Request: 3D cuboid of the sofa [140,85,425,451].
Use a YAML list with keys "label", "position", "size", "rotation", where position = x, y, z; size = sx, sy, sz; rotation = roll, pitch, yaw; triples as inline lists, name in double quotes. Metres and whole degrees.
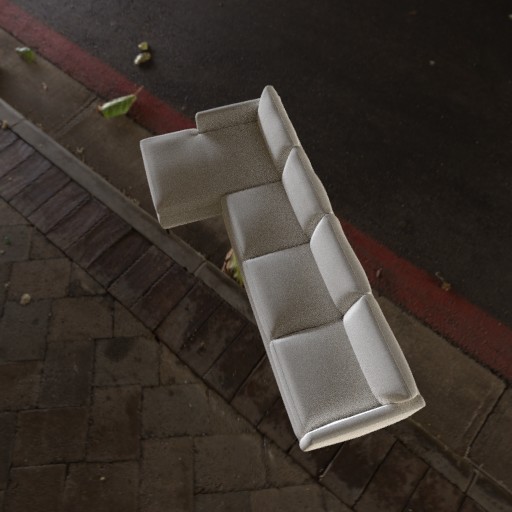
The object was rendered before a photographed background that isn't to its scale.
- label: "sofa"
  position: [0.000, 0.000, 3.802]
  size: [1.467, 0.875, 3.186]
  rotation: [-16, 63, -8]
